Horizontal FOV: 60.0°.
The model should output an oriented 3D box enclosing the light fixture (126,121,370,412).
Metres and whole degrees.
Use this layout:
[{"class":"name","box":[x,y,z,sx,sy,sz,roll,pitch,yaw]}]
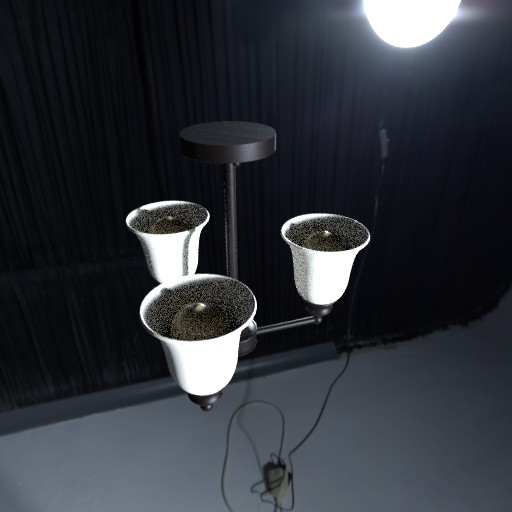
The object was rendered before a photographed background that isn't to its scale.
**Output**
[{"class":"light fixture","box":[0.000,0.000,0.657,0.354,0.370,0.388,-9,31,-15]}]
